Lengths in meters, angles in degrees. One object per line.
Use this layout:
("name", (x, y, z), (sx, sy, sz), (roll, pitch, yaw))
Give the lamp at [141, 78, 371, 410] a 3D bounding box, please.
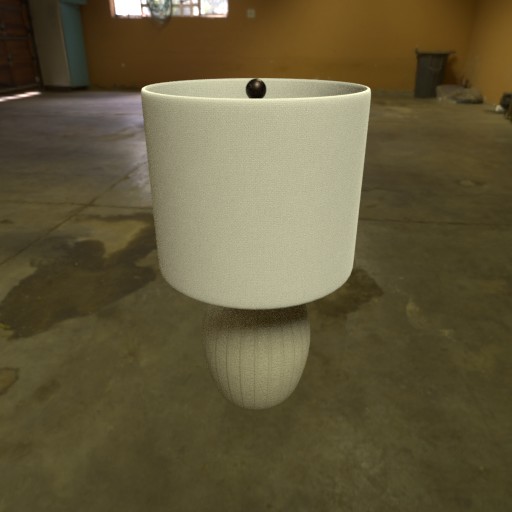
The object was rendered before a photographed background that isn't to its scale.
("lamp", (0.000, 0.000, 0.766), (0.329, 0.570, 0.329), (-18, 31, -33))
